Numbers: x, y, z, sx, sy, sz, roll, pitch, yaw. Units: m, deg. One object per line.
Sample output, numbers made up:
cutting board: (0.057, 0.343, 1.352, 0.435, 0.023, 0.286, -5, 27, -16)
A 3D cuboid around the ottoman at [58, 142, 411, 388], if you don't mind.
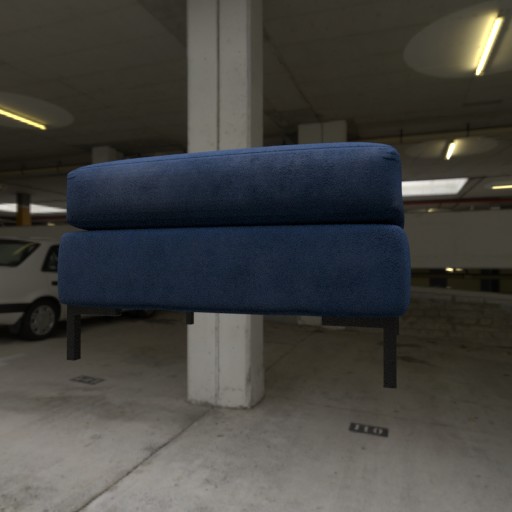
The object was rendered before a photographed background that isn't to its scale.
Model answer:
ottoman: (0.000, 0.000, 1.208, 0.794, 0.485, 0.655, 0, -1, 18)
